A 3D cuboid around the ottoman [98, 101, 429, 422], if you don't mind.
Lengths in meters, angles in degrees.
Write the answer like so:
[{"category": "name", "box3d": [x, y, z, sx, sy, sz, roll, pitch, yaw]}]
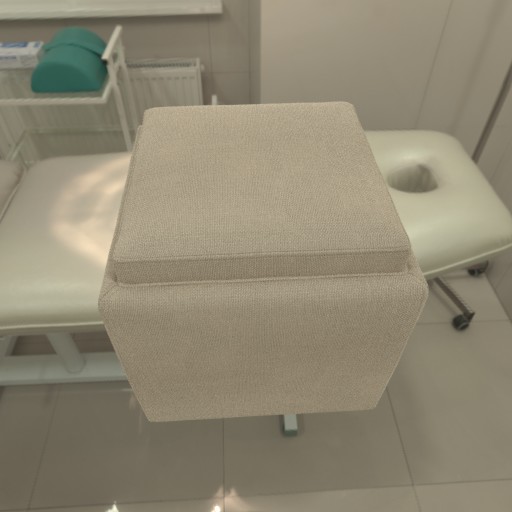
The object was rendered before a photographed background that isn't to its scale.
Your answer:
[{"category": "ottoman", "box3d": [0.000, 0.000, 0.833, 0.451, 0.460, 0.450, -2, 47, -2]}]
